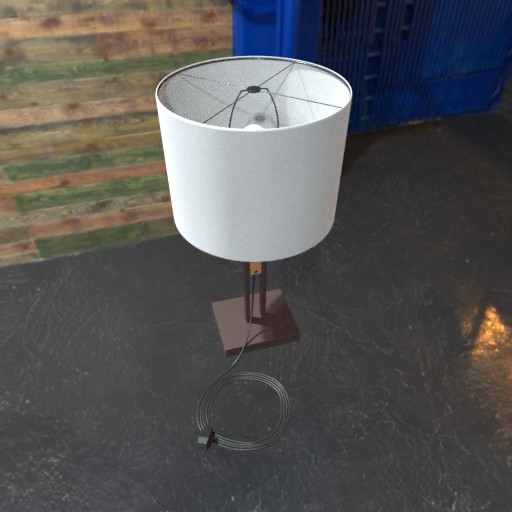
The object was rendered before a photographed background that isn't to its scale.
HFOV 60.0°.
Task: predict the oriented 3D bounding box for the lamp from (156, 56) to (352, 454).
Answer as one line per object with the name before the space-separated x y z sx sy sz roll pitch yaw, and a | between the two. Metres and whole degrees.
lamp | 0.000 0.000 0.963 0.396 0.668 0.525 -11 42 -12
